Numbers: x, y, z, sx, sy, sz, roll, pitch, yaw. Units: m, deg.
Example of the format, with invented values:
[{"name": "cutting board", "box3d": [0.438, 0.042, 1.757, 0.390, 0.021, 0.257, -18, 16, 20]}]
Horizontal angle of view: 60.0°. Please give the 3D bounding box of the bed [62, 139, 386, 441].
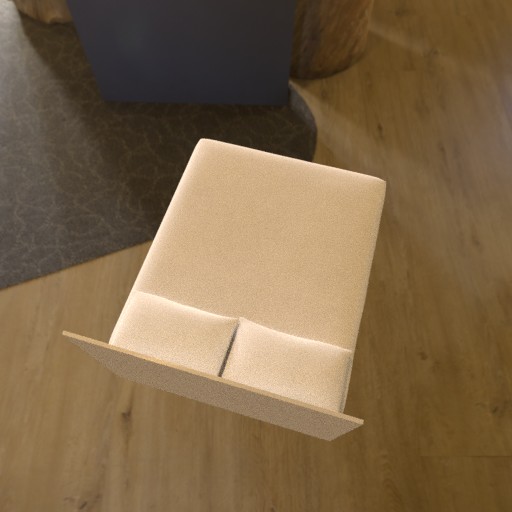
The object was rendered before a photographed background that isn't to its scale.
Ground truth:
[{"name": "bed", "box3d": [0.000, 0.000, 3.283, 1.745, 1.335, 2.094, 15, 64, 7]}]
